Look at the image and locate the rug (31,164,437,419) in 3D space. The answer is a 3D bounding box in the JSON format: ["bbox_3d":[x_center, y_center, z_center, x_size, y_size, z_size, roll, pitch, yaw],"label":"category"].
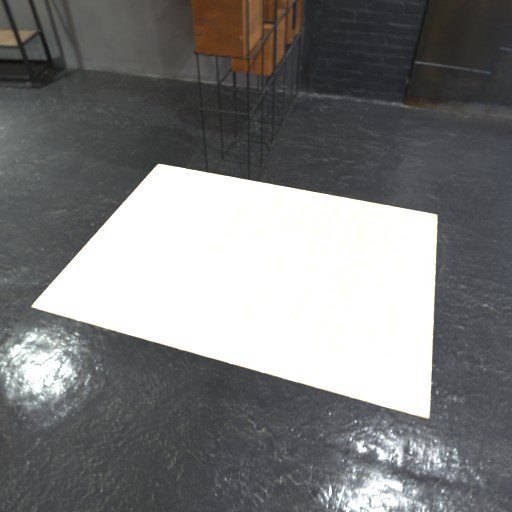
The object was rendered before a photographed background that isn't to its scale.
[{"bbox_3d":[0.000,0.000,4.338,3.353,0.010,2.438,12,45,13],"label":"rug"}]
